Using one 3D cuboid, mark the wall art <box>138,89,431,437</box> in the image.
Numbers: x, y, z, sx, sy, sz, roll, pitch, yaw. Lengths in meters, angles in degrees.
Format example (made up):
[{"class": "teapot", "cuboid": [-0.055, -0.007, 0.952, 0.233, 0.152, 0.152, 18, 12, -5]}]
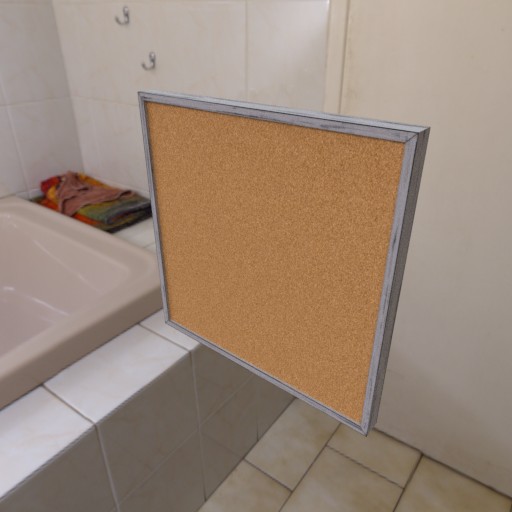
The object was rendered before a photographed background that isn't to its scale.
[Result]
[{"class": "wall art", "cuboid": [0.000, 0.000, 0.777, 0.506, 0.506, 0.038, 21, 35, 33]}]
